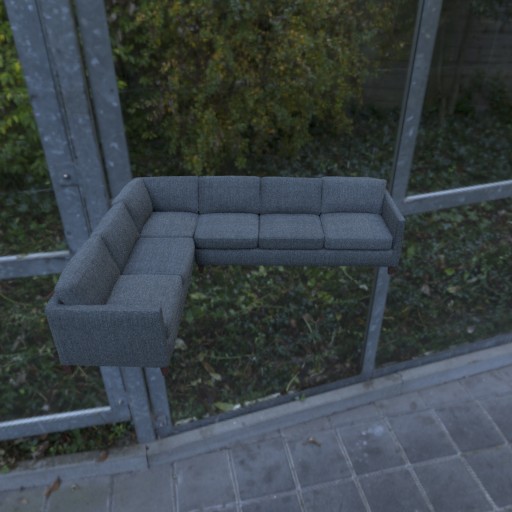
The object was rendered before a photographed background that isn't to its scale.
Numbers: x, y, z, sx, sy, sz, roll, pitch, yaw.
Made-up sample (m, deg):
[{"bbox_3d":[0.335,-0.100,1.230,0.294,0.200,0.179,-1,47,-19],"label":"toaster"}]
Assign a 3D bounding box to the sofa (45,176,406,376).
[{"bbox_3d":[0.000,0.000,4.632,3.302,0.947,2.593,0,31,1],"label":"sofa"}]
